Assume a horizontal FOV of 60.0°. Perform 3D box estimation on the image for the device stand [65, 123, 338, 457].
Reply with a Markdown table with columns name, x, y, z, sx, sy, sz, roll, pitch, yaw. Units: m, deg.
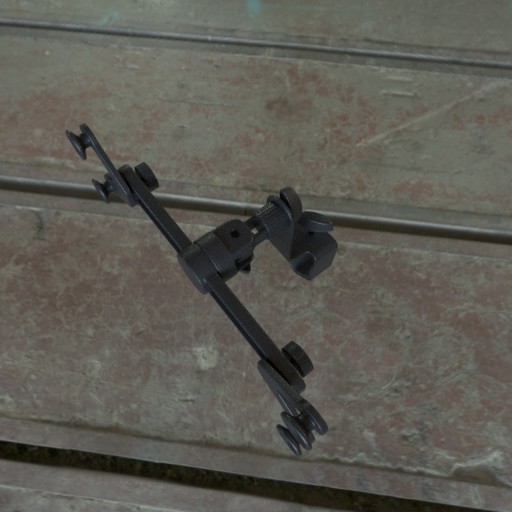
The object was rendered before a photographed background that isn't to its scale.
| name | x | y | z | sx | sy | sz | roll | pitch | yaw |
| --- | --- | --- | --- | --- | --- | --- | --- | --- | --- |
| device stand | 0.000 | 0.000 | 0.361 | 0.142 | 0.166 | 0.270 | -35 | 68 | -16 |
